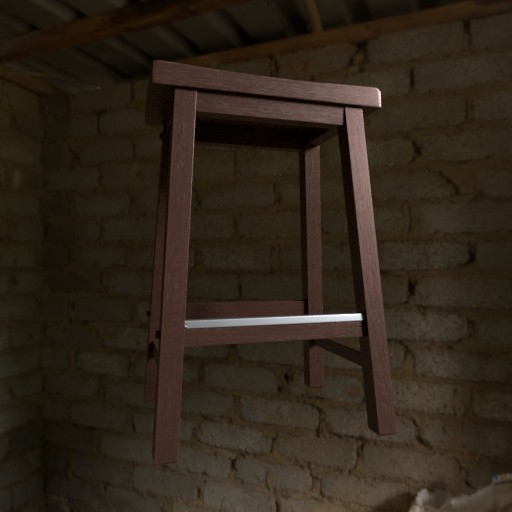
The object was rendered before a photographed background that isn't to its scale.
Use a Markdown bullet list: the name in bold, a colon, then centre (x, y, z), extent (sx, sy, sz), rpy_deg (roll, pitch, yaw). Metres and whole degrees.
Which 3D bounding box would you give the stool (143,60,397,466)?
- **stool**: centre (0.000, 0.000, 0.853), extent (0.406, 0.610, 0.322), rpy_deg (0, 0, -17)
